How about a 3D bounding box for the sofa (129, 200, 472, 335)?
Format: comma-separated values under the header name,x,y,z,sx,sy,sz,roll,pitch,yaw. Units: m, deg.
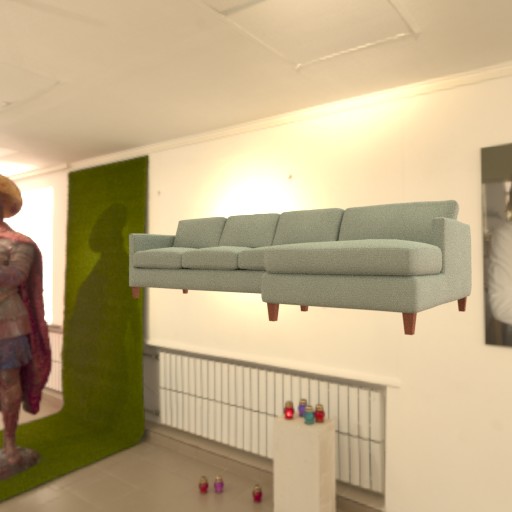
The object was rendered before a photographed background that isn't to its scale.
name,x,y,z,sx,sy,sz,roll,pitch,yaw
sofa,0.000,0.000,4.174,3.471,0.950,1.604,0,-1,36
